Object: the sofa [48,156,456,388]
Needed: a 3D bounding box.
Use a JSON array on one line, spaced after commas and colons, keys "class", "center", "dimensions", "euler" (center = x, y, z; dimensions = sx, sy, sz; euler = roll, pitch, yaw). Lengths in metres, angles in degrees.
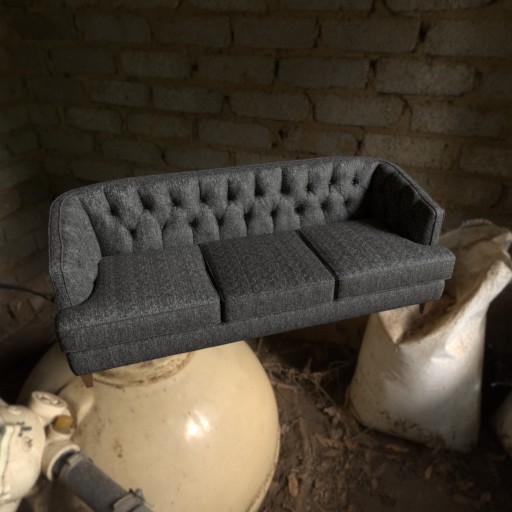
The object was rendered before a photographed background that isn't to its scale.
[{"class": "sofa", "center": [0.000, 0.000, 2.744], "dimensions": [2.278, 0.855, 0.941], "euler": [-9, 32, -15]}]
